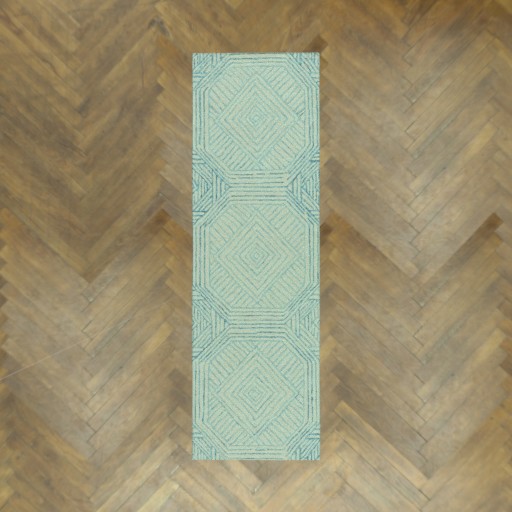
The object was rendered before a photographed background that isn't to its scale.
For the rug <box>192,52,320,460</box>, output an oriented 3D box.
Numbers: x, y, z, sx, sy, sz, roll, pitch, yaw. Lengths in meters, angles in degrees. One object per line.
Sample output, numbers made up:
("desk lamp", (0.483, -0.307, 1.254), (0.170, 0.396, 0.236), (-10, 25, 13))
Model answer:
("rug", (0.000, 0.000, 2.672), (0.775, 0.012, 2.452), (0, 90, 1))
